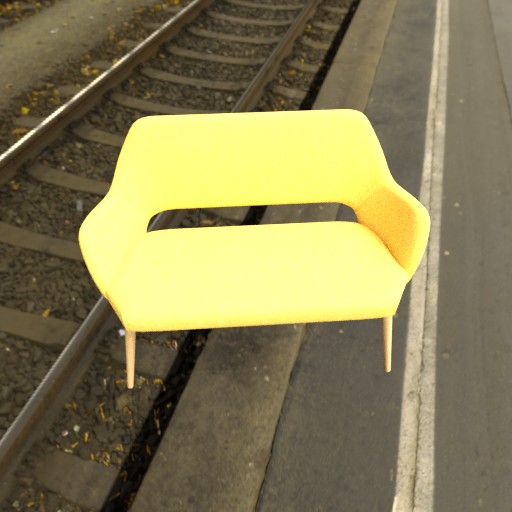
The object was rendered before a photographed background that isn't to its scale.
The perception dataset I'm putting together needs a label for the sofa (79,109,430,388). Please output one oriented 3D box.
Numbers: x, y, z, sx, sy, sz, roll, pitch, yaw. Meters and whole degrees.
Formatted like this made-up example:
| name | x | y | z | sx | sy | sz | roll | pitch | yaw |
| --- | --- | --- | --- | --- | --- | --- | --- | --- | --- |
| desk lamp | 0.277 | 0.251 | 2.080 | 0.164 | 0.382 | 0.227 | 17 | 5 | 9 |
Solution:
| name | x | y | z | sx | sy | sz | roll | pitch | yaw |
| --- | --- | --- | --- | --- | --- | --- | --- | --- | --- |
| sofa | 0.000 | 0.000 | 1.642 | 1.150 | 0.840 | 0.610 | -3 | 46 | -3 |
